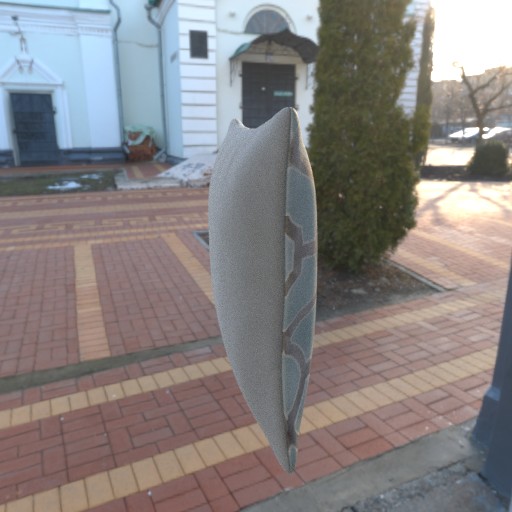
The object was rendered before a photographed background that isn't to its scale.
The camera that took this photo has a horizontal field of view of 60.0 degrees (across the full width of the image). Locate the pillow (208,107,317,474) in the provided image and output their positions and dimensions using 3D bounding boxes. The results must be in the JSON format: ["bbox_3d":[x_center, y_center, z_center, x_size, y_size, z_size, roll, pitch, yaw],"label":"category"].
[{"bbox_3d":[0.000,0.000,0.834,0.166,0.508,0.552,-3,16,-9],"label":"pillow"}]
